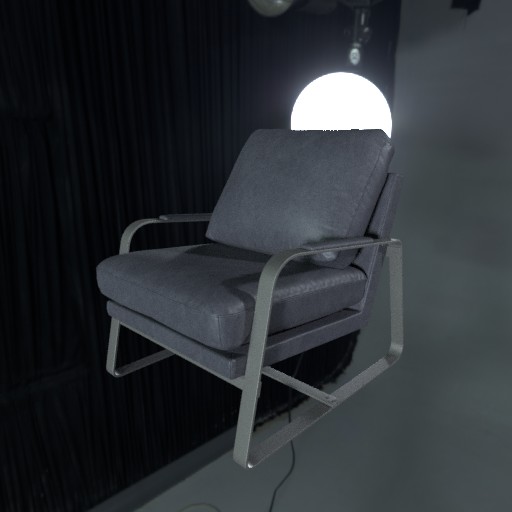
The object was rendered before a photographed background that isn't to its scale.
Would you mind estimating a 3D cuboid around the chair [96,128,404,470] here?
[{"bbox_3d":[0.000,0.000,1.493,0.692,0.839,0.878,14,20,42],"label":"chair"}]
